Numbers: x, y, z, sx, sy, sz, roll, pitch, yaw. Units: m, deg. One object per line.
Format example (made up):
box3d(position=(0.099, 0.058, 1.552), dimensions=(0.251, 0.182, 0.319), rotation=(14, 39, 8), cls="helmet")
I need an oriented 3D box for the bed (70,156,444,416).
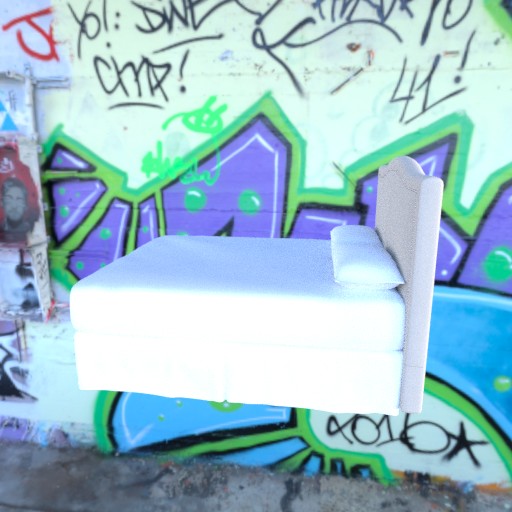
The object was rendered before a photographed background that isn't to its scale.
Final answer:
box3d(position=(0.000, 0.000, 3.162), dimensions=(2.052, 1.398, 1.678), rotation=(2, 14, 8), cls="bed")
